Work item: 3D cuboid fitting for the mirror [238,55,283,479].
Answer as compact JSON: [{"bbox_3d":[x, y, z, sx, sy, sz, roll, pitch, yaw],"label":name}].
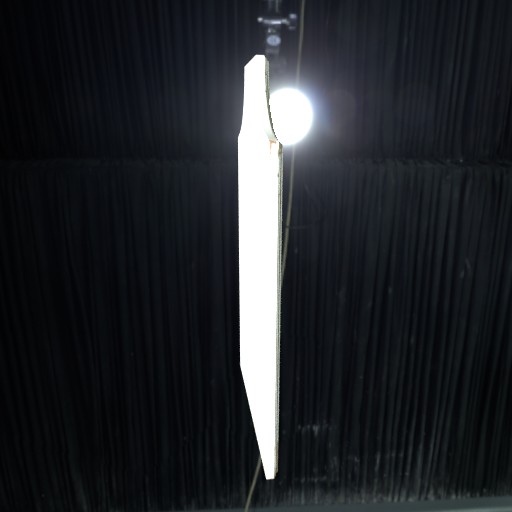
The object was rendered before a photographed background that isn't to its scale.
[{"bbox_3d":[0.000,0.000,0.886,0.022,0.717,0.403,-2,16,-8],"label":"mirror"}]
